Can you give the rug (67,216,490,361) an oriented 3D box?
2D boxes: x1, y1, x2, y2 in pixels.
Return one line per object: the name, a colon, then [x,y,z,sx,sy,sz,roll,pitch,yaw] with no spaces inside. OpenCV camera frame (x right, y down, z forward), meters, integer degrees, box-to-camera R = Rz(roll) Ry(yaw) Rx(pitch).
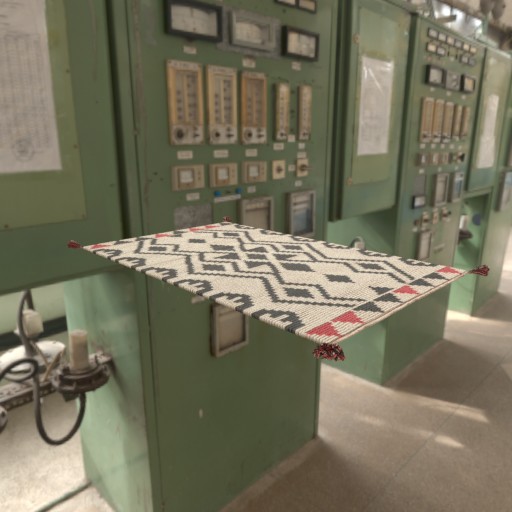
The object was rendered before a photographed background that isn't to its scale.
rug: [0.000,0.000,3.226,1.741,0.066,2.672,-14,21,-43]
